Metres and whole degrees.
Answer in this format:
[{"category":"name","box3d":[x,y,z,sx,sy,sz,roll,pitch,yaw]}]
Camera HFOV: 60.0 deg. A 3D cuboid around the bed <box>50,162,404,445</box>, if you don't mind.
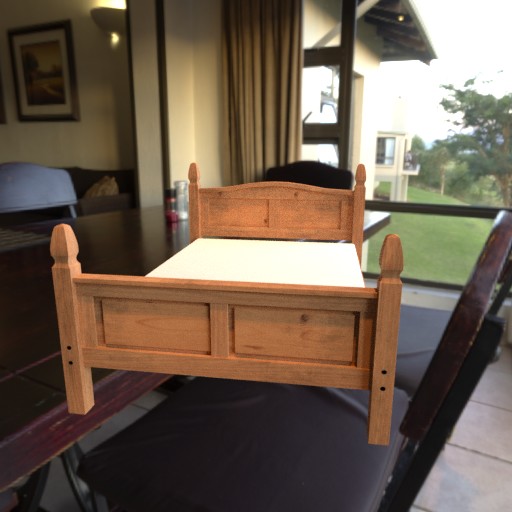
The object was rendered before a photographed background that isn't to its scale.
[{"category":"bed","box3d":[0.000,0.000,2.863,1.490,1.100,2.069,2,14,9]}]
